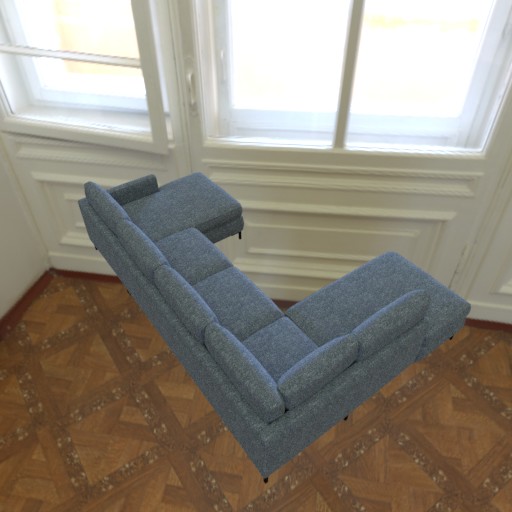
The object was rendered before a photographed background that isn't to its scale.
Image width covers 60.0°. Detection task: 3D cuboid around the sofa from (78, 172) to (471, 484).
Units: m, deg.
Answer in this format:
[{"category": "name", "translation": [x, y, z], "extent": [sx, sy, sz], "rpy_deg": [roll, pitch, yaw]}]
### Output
[{"category": "sofa", "translation": [0.000, 0.000, 3.575], "extent": [1.879, 0.756, 2.737], "rpy_deg": [-26, 48, -26]}]
